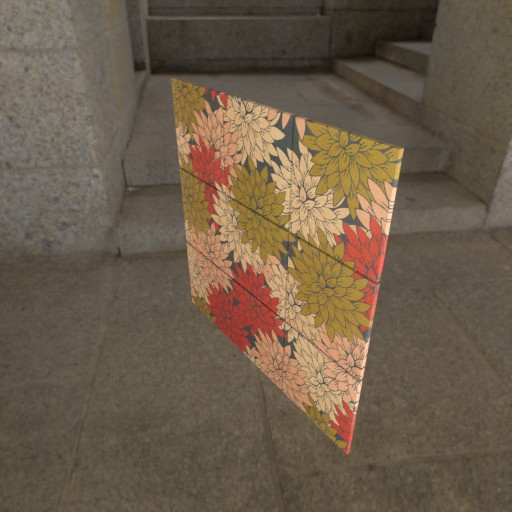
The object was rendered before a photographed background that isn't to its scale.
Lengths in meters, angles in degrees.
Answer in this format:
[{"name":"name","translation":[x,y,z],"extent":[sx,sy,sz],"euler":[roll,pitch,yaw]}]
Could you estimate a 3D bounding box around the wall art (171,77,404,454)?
[{"name":"wall art","translation":[0.000,0.000,1.369],"extent":[0.013,0.913,0.904],"euler":[-21,38,-31]}]
